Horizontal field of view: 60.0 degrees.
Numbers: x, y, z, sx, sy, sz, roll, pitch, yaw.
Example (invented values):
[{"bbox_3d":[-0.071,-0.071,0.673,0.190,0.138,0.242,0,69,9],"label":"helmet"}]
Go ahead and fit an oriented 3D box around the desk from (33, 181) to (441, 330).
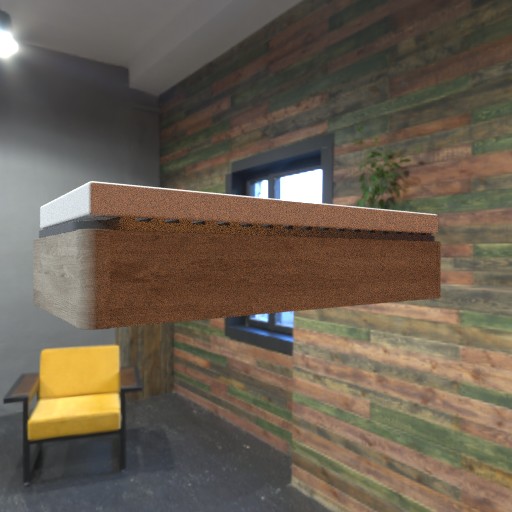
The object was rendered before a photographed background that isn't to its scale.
[{"bbox_3d":[0.000,0.000,2.237,1.900,0.455,0.900,0,0,-35],"label":"desk"}]
